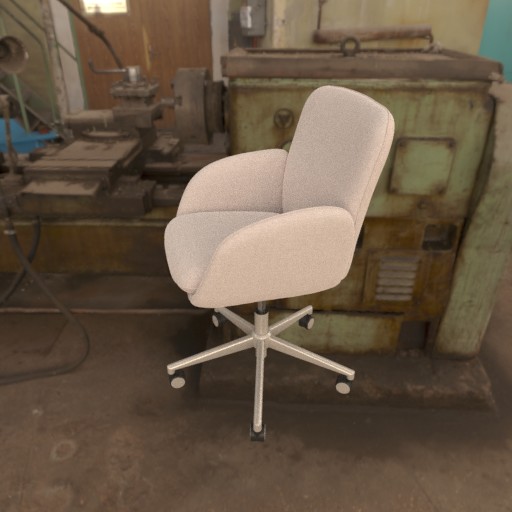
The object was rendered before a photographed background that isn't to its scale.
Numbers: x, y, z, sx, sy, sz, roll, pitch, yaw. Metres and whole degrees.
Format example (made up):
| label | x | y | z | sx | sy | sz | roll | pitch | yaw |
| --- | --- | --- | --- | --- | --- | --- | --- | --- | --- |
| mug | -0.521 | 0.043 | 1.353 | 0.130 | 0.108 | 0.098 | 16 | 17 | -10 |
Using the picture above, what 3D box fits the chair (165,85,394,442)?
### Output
| label | x | y | z | sx | sy | sz | roll | pitch | yaw |
| --- | --- | --- | --- | --- | --- | --- | --- | --- | --- |
| chair | 0.000 | 0.000 | 1.403 | 0.633 | 0.959 | 0.648 | -8 | 30 | -13 |
